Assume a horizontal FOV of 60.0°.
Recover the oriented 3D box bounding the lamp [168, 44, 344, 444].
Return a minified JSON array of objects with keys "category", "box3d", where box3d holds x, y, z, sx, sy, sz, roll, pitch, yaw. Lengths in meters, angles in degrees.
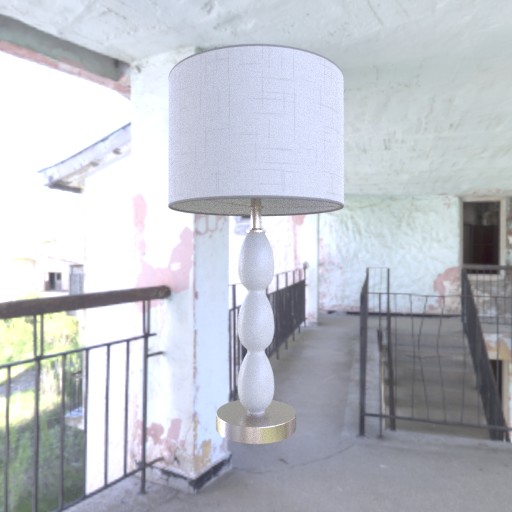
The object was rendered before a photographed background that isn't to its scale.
[{"category":"lamp","box3d":[0.000,0.000,0.722,0.282,0.559,0.280,0,0,36]}]
